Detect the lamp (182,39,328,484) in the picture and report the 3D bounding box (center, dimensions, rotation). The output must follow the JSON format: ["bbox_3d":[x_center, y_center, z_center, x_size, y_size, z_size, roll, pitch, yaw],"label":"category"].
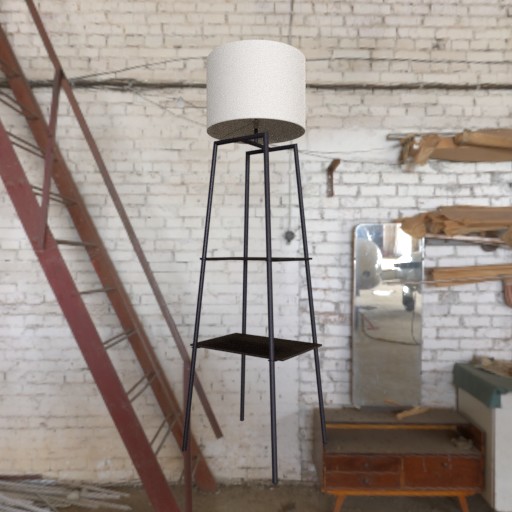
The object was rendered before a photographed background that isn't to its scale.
[{"bbox_3d":[0.000,0.000,1.700,0.427,1.474,0.384,1,1,35],"label":"lamp"}]
